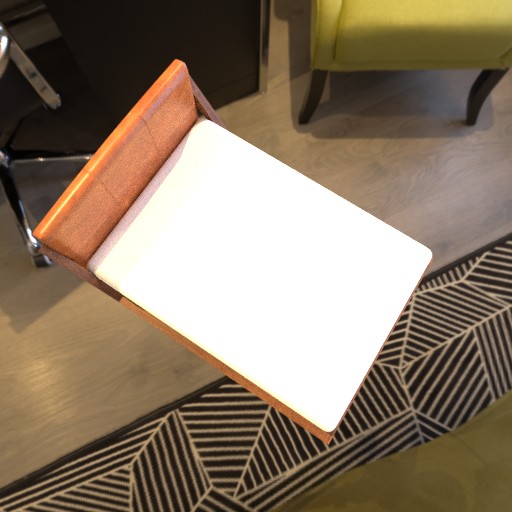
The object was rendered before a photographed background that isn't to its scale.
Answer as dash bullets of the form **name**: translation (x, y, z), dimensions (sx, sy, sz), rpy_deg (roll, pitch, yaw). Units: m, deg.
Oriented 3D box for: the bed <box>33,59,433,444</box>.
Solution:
- **bed**: translation (0.000, 0.000, 3.240), dimensions (2.311, 1.168, 1.651), rpy_deg (32, 77, 8)
